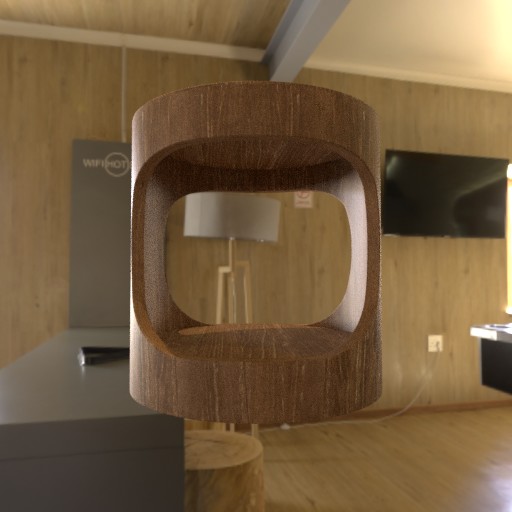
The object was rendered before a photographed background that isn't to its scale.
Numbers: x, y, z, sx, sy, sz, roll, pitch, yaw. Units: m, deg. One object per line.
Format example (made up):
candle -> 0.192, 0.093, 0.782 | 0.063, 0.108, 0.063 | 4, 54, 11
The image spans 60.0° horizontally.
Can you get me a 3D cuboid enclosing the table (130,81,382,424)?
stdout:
table -> 0.000, 0.000, 0.971 | 0.527, 0.551, 0.527 | 0, -2, 0
